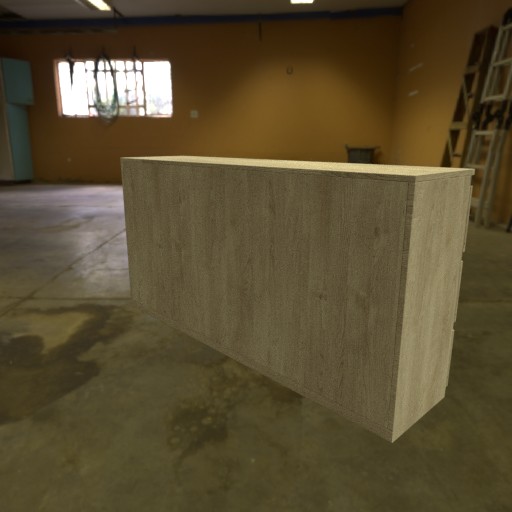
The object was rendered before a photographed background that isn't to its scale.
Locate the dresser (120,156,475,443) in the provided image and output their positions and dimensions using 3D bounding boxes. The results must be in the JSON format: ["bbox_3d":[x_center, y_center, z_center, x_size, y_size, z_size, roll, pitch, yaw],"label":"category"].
[{"bbox_3d":[0.000,0.000,1.914,0.390,0.795,1.590,-14,20,-42],"label":"dresser"}]
